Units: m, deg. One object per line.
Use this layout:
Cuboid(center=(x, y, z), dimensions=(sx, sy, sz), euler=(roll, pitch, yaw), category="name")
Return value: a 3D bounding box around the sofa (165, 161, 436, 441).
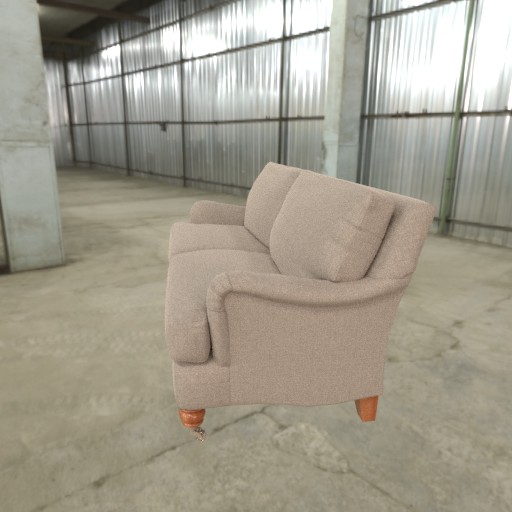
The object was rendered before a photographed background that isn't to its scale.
Cuboid(center=(0.000, 0.000, 2.754), dimensions=(1.087, 1.054, 2.160), euler=(-3, 15, -10), category="sofa")
